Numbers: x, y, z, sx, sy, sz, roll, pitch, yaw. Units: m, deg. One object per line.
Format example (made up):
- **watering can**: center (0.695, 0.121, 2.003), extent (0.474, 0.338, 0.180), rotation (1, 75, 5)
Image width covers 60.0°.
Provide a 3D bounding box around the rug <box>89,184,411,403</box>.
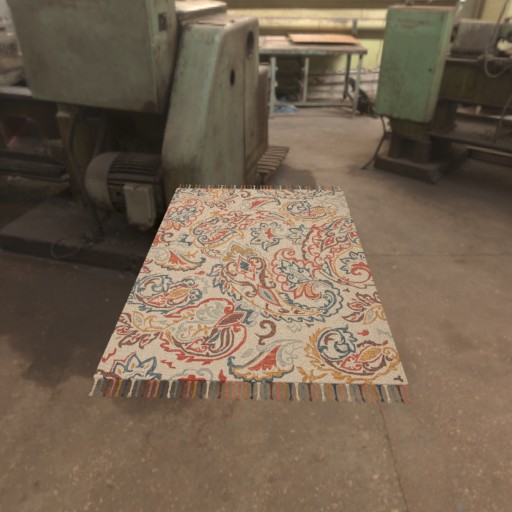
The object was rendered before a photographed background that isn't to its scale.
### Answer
- **rug**: center (0.000, 0.000, 2.480), extent (1.218, 0.010, 1.997), rotation (1, 32, 1)
